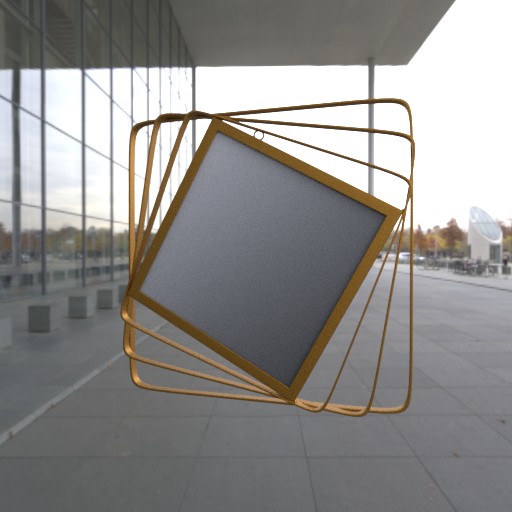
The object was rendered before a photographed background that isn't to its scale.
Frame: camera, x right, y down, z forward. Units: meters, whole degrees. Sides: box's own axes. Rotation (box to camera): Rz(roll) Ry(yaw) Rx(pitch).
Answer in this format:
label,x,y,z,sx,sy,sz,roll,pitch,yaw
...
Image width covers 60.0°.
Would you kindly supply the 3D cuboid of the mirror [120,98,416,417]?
label,x,y,z,sx,sy,sz,roll,pitch,yaw
mirror,0.000,0.000,0.694,0.470,0.468,0.045,0,1,17
